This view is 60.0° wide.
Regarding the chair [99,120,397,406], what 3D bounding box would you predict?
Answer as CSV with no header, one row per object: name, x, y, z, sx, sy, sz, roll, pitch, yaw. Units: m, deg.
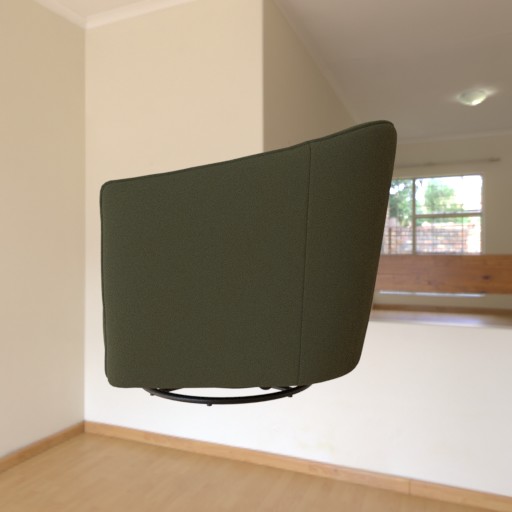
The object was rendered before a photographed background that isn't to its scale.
chair,0.000,0.000,1.464,0.875,0.799,0.747,0,0,-2
